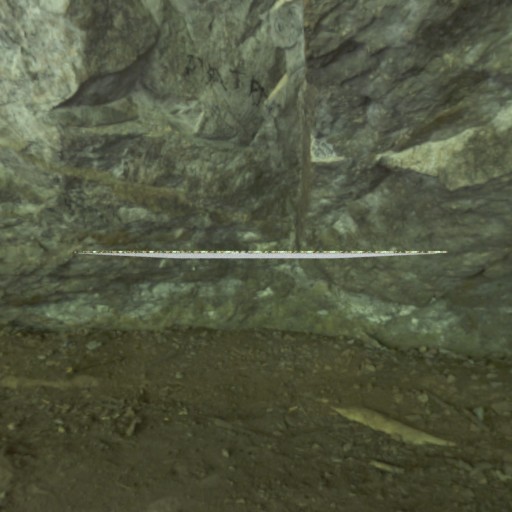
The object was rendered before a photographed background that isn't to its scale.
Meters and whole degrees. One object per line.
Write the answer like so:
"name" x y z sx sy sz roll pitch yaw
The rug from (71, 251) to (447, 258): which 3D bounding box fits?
"rug" 0.000 0.000 2.998 1.544 0.010 2.435 0 -1 -1
